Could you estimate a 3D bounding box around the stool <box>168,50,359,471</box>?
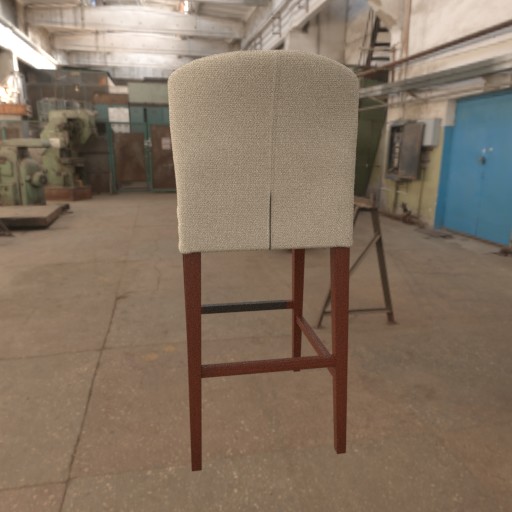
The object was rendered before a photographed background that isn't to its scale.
[{"bbox_3d":[0.000,0.000,1.359,0.481,1.069,0.568,-2,14,-9],"label":"stool"}]
